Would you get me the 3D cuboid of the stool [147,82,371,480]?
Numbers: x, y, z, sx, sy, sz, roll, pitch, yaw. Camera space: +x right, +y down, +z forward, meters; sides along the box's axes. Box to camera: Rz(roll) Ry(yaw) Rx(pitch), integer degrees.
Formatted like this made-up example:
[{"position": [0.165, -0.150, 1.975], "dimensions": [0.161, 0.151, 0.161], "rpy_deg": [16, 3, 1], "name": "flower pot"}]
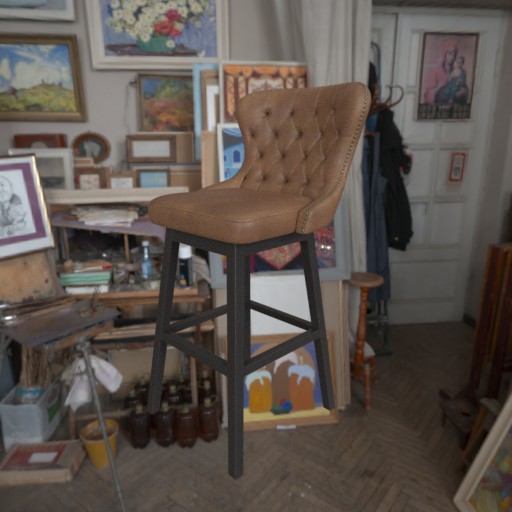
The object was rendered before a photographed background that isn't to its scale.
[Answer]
[{"position": [0.000, 0.000, 1.409], "dimensions": [0.528, 1.050, 0.601], "rpy_deg": [15, 22, 43], "name": "stool"}]
